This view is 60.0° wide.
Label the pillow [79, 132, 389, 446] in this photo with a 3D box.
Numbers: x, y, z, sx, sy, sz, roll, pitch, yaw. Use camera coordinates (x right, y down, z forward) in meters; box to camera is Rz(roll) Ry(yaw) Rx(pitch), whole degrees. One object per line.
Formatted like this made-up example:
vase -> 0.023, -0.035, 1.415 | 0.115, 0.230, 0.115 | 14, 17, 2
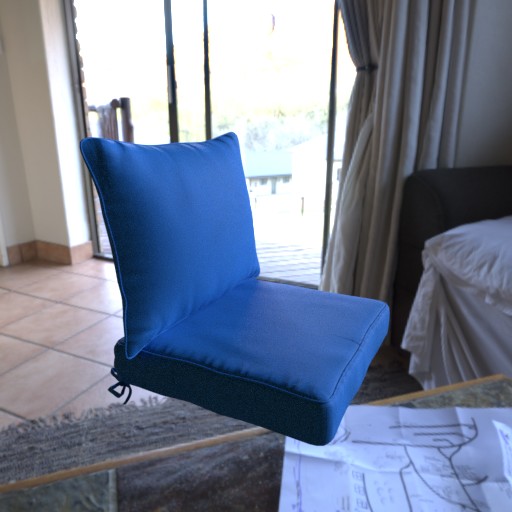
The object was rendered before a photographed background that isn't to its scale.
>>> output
pillow -> 0.000, 0.000, 1.370 | 0.733, 0.725, 0.798 | 8, 19, 26
